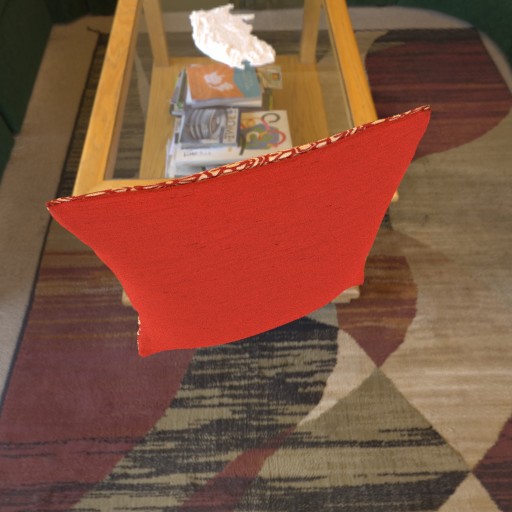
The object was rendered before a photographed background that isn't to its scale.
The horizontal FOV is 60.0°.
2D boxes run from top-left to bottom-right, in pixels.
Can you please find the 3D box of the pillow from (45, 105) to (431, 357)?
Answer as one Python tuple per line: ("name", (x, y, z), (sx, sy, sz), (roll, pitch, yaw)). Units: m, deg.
("pillow", (0.000, 0.000, 0.648), (0.438, 0.419, 0.162), (-17, 59, -10))
